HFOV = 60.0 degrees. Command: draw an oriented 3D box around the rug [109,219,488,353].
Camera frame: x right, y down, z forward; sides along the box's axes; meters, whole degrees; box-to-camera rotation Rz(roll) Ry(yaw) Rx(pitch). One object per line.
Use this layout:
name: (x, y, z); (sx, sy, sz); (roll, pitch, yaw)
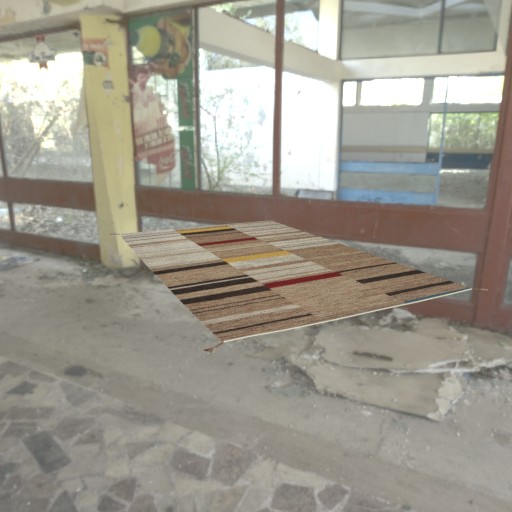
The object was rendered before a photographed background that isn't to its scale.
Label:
rug: (0.000, 0.000, 2.397); (1.268, 0.007, 1.918); (-7, 16, -25)
